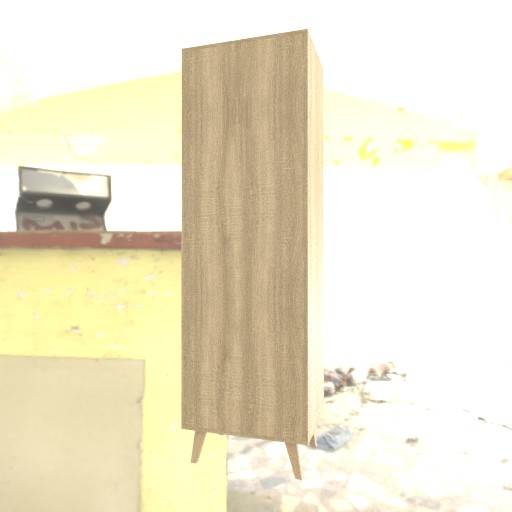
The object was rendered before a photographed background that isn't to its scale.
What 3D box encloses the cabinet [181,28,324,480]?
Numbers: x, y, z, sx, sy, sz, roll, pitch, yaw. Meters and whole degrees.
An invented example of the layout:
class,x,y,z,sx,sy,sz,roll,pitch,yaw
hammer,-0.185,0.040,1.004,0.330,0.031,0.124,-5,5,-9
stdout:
class,x,y,z,sx,sy,sz,roll,pitch,yaw
cabinet,0.000,0.000,2.077,0.570,1.850,0.400,0,0,18
